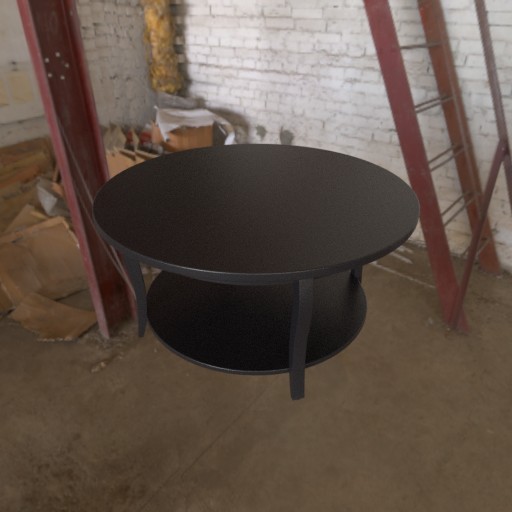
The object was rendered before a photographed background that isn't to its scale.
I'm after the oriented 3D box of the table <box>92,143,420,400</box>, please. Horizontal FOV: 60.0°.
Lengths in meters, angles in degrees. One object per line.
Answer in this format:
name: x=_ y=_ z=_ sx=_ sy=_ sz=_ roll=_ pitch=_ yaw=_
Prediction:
table: x=0.000 y=0.000 z=1.411 sx=0.914 sy=0.457 sz=0.914 roll=0 pitch=31 yaw=0
